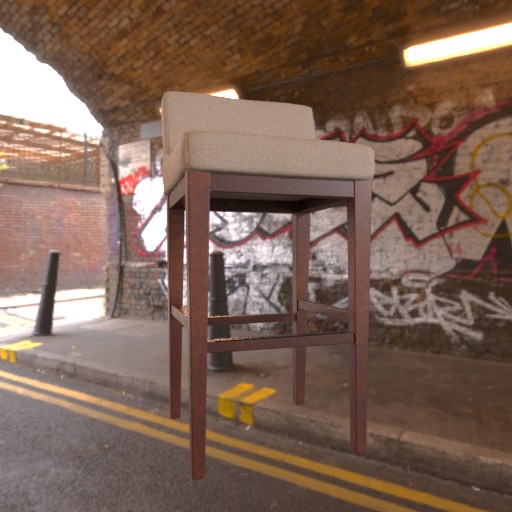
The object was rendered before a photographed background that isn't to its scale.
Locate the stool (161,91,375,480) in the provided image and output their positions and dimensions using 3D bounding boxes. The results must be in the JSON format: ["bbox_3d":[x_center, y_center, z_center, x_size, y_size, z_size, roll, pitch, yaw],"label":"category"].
[{"bbox_3d":[0.000,0.000,1.301,0.511,1.037,0.500,0,0,-18],"label":"stool"}]
